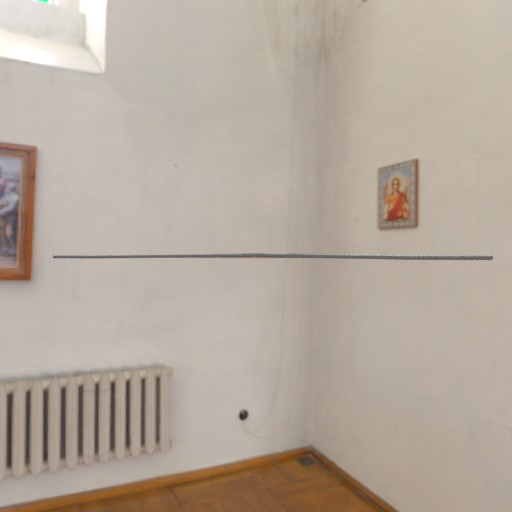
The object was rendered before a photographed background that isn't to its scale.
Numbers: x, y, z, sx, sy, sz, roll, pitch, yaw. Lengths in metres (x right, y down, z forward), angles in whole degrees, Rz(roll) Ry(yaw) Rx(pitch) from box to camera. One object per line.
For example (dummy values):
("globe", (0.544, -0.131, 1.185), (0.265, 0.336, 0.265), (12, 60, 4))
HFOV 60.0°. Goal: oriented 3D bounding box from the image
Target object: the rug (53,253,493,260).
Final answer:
("rug", (0.000, 0.000, 2.557), (2.341, 0.037, 0.675), (0, 0, 20))
